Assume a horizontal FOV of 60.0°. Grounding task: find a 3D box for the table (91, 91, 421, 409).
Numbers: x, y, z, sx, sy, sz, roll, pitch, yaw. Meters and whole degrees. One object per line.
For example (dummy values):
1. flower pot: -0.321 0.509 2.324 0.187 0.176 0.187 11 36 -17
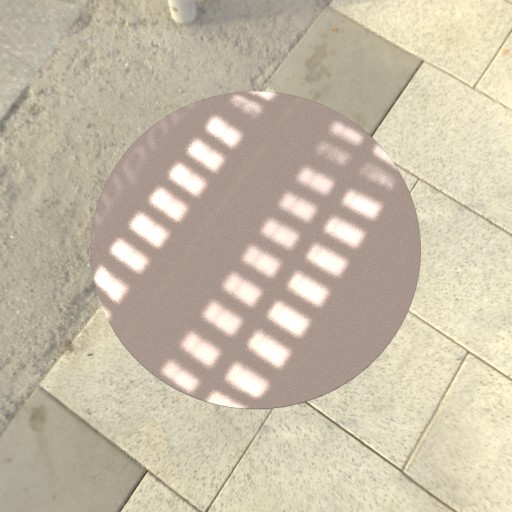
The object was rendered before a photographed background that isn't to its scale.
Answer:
1. table: 0.000 0.000 1.268 0.800 0.400 0.800 0 76 0
